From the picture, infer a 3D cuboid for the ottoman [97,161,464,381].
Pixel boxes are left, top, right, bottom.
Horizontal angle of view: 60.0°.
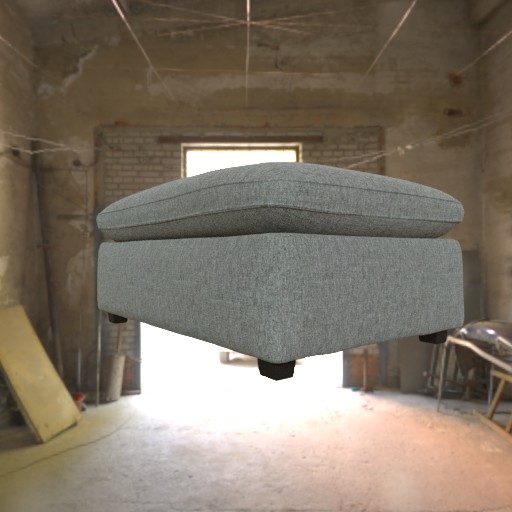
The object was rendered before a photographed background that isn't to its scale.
[{"bbox_3d":[0.000,0.000,1.330,0.694,0.451,0.977,0,0,-37],"label":"ottoman"}]
